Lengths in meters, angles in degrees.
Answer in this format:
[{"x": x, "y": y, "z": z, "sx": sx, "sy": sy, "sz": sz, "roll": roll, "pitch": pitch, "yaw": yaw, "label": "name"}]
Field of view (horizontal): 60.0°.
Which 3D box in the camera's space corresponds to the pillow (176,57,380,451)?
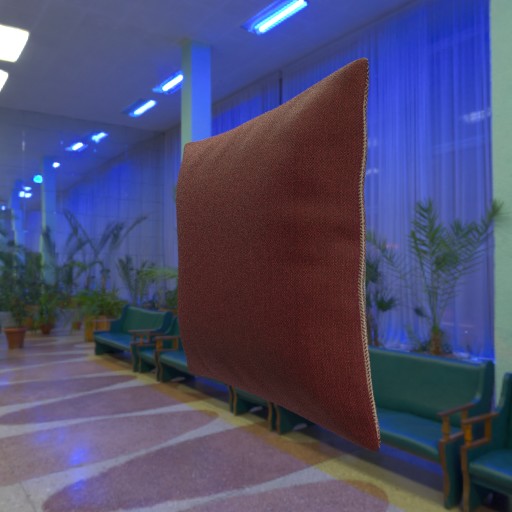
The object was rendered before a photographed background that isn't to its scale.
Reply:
[{"x": 0.000, "y": 0.000, "z": 0.760, "sx": 0.166, "sy": 0.497, "sz": 0.513, "roll": 1, "pitch": -1, "yaw": -35, "label": "pillow"}]
